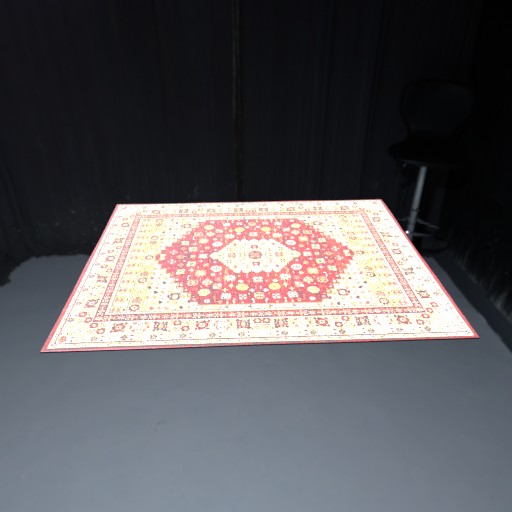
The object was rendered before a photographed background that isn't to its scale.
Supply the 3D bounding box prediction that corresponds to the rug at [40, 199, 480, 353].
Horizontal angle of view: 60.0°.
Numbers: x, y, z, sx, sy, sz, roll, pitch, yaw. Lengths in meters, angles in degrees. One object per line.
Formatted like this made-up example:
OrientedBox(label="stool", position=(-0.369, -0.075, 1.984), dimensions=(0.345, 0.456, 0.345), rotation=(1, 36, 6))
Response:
OrientedBox(label="rug", position=(0.000, 0.000, 4.085), dimensions=(3.053, 0.013, 2.387), rotation=(-1, 31, -2))
